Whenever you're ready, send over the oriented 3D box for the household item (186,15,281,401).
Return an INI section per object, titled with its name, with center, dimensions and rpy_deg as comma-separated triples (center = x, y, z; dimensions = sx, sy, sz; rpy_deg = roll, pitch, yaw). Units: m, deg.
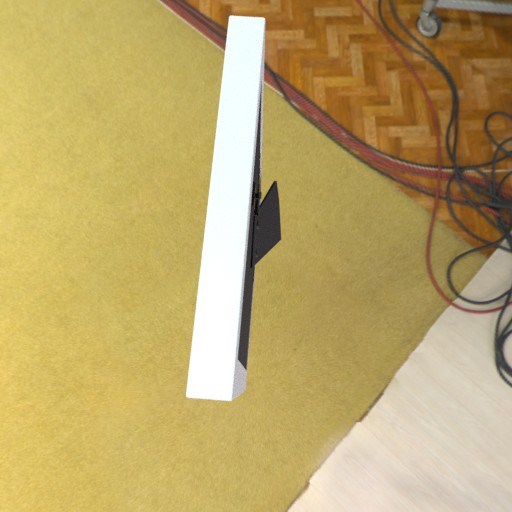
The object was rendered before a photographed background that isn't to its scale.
[household item]
center = 0.000, 0.000, 0.335
dimensions = 0.045, 0.250, 0.200
rpy_deg = 4, 74, 1
